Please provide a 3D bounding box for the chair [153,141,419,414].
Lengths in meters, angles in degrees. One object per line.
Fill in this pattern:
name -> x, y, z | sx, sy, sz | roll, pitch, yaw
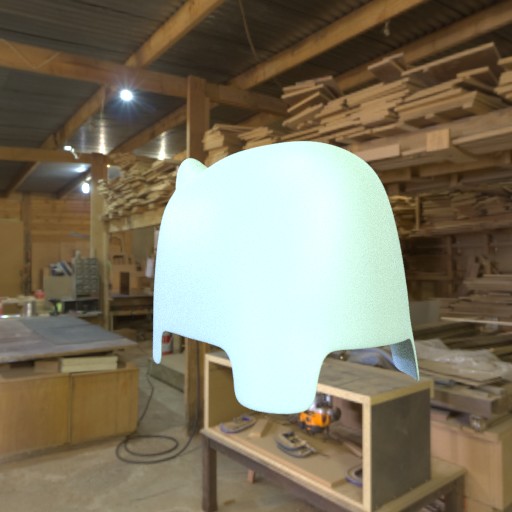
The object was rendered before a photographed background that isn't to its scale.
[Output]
chair -> 0.000, 0.000, 0.879 | 0.364, 0.423, 0.619 | 1, -1, -36
